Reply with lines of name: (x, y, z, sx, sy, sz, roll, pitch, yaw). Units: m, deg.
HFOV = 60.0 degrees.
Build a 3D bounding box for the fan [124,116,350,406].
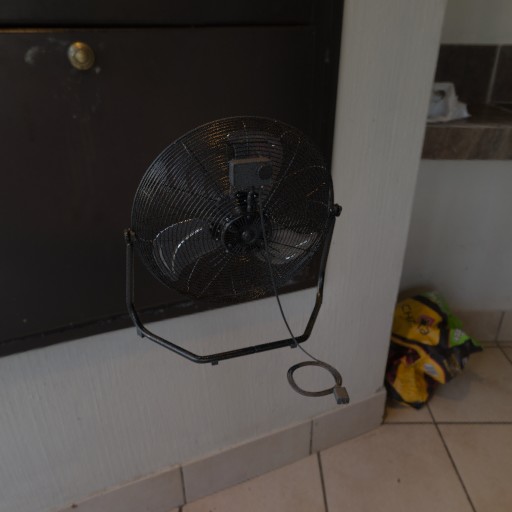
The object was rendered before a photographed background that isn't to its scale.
fan: (0.000, 0.000, 0.942, 0.555, 0.546, 0.424, -8, 28, -16)
